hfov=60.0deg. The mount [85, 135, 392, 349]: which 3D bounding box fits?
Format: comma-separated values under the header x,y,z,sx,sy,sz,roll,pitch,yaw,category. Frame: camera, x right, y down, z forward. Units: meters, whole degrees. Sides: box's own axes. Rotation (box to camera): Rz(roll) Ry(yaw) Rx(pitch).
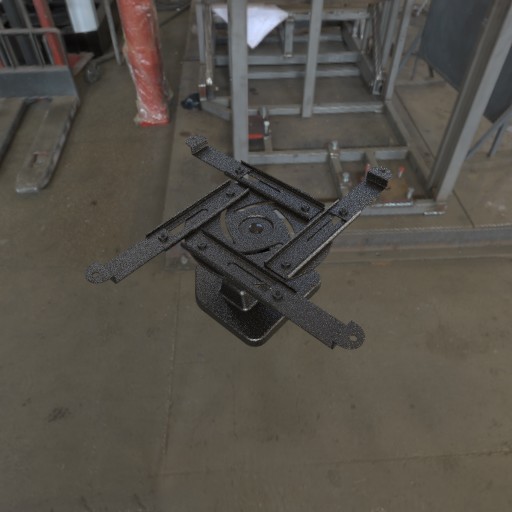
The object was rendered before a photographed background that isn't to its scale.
x,y,z,sx,sy,sz,roll,pitch,yaw,category
0.000,0.000,0.600,0.394,0.141,0.394,33,55,27,mount
